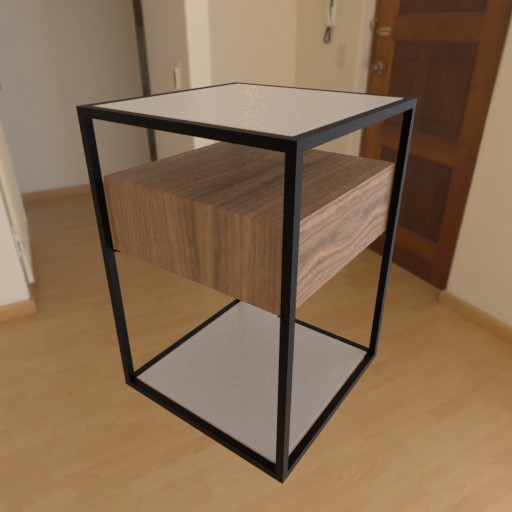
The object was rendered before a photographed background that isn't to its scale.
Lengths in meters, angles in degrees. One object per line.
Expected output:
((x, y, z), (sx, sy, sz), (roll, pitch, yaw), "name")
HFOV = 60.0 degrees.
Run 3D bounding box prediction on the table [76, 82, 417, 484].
((0.000, 0.000, 0.811), (0.378, 0.540, 0.378), (19, 33, 31), "table")
